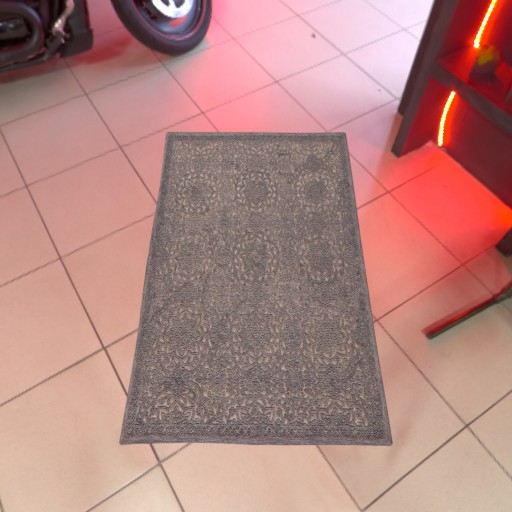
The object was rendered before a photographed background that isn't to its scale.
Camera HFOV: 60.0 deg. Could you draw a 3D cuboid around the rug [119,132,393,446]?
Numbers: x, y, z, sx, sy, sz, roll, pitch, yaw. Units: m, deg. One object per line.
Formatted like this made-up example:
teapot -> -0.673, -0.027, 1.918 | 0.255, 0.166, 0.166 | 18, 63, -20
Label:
rug -> 0.000, 0.000, 3.136 | 1.535, 0.022, 2.498 | 0, 58, 0
